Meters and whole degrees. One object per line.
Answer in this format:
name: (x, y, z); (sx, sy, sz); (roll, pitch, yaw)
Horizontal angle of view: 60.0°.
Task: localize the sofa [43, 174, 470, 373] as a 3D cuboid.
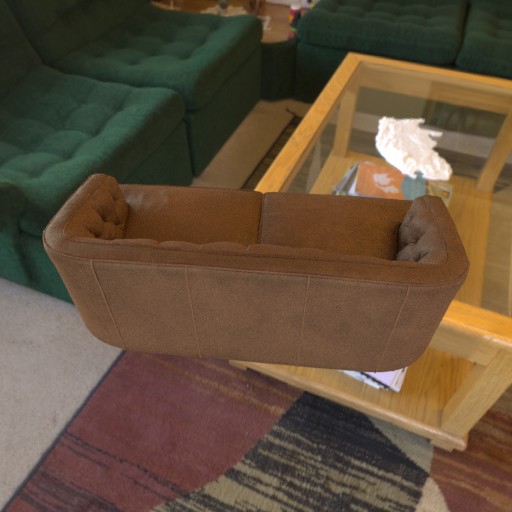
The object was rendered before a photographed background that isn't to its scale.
sofa: (0.000, 0.000, 2.215); (1.767, 0.799, 0.917); (4, 47, 4)
